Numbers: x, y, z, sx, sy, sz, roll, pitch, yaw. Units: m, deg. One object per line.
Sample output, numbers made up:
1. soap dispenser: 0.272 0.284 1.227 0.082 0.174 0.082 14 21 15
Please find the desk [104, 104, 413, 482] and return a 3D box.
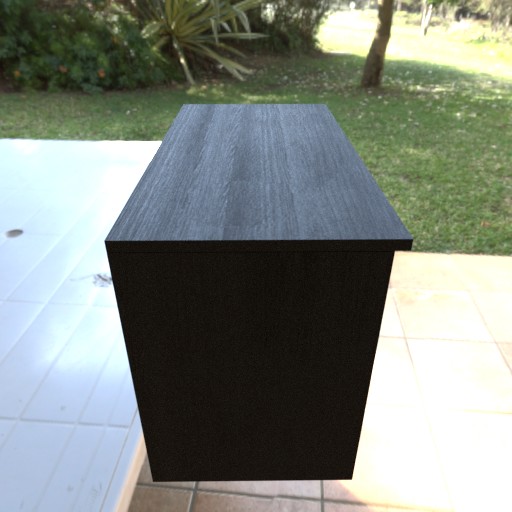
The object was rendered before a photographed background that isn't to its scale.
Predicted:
1. desk: 0.000 0.000 1.456 0.557 0.729 1.099 0 31 -1
